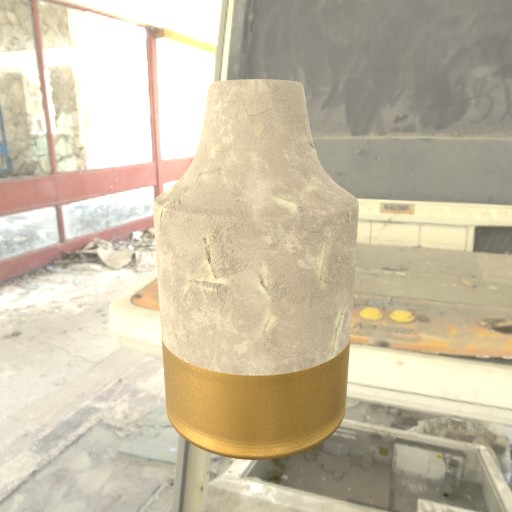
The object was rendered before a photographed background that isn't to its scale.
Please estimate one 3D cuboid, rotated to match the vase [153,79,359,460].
[{"bbox_3d":[0.000,0.000,0.419,0.184,0.305,0.184,0,16,0],"label":"vase"}]
